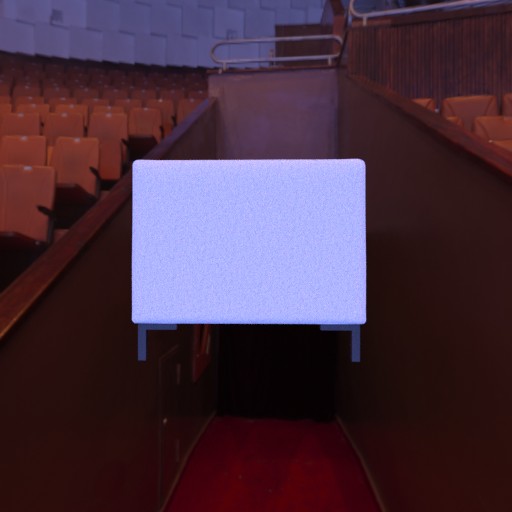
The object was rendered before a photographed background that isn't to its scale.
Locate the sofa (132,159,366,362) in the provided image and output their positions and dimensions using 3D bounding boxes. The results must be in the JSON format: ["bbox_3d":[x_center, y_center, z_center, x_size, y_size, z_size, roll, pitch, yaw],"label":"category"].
[{"bbox_3d":[0.000,0.000,2.344,0.746,0.641,1.985,0,0,1],"label":"sofa"}]
